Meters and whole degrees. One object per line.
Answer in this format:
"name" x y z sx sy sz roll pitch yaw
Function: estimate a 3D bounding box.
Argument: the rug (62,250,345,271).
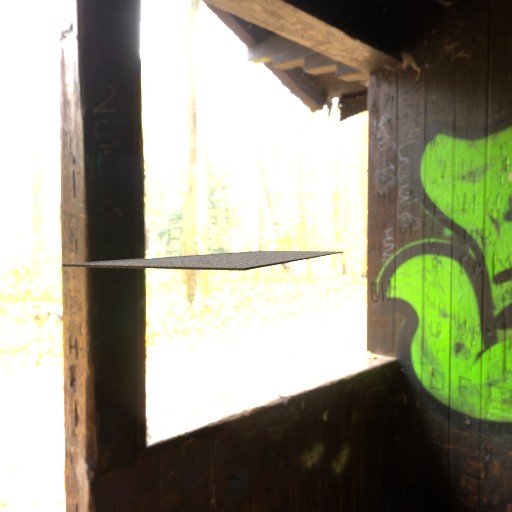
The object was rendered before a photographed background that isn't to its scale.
"rug" 0.000 0.000 2.755 0.769 0.012 2.448 1 2 19
